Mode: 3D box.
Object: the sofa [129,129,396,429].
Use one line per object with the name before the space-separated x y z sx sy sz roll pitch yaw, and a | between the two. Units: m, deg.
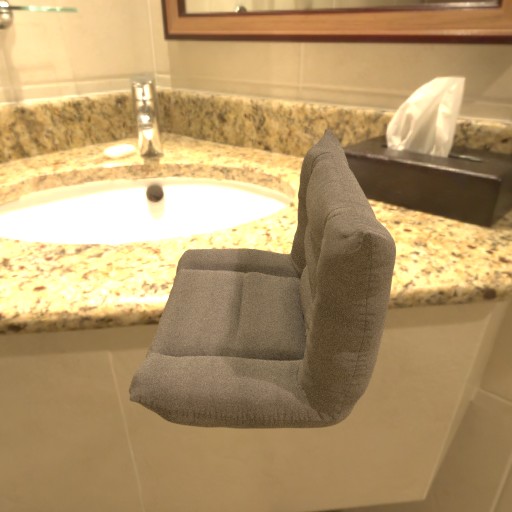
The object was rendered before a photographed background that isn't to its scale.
sofa | 0.000 0.000 1.812 0.847 0.795 1.144 1 27 1
